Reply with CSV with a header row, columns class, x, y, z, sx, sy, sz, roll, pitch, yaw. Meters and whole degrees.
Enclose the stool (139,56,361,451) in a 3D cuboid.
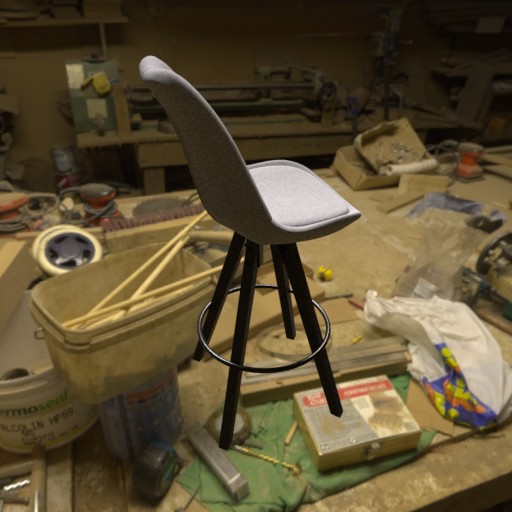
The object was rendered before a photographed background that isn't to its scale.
class,x,y,z,sx,sy,sz,roll,pitch,yaw
stool,0.000,0.000,1.358,0.550,1.115,0.485,-10,32,-16
